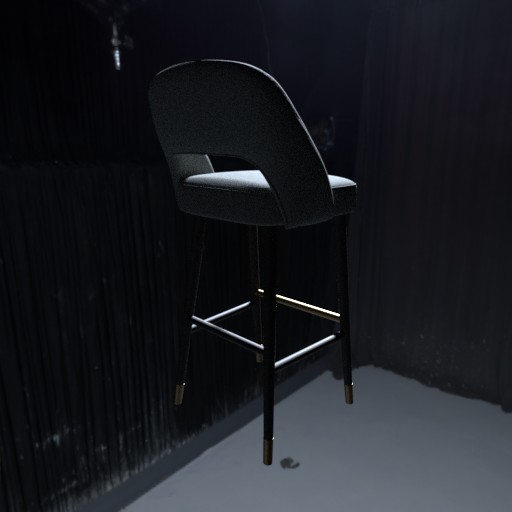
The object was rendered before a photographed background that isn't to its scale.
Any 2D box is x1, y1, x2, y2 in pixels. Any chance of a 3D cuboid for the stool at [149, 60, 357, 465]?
[{"bbox_3d":[0.000,0.000,1.405,0.536,1.089,0.524,14,20,42],"label":"stool"}]
